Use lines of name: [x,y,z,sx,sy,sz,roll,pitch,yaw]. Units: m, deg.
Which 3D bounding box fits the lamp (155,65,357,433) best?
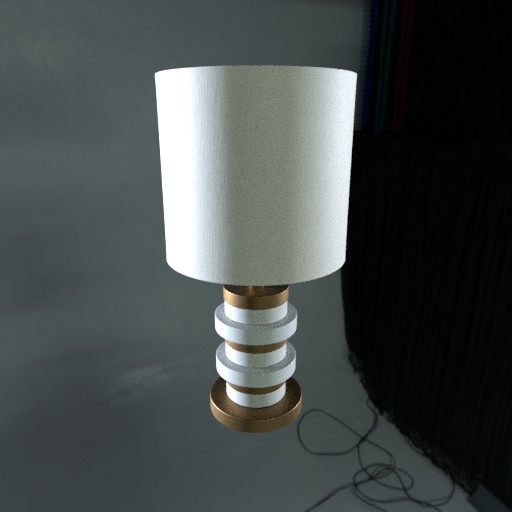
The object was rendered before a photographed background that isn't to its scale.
lamp: [0.000,0.000,0.531,0.210,0.410,0.210,-9,20,-26]
